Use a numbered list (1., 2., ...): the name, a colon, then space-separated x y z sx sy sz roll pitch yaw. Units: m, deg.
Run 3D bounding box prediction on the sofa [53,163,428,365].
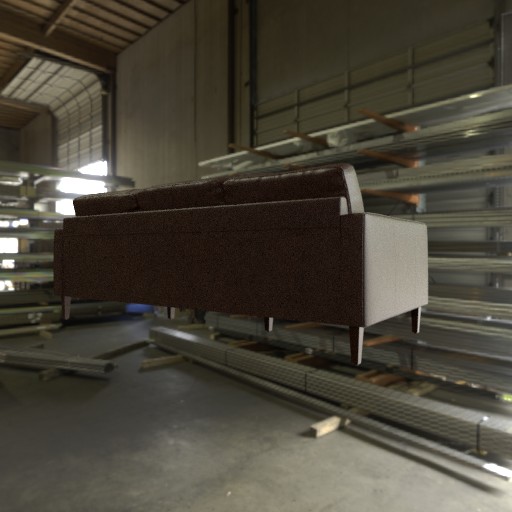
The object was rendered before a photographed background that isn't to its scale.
1. sofa: 0.000 0.000 2.962 2.185 0.841 1.613 0 1 35
